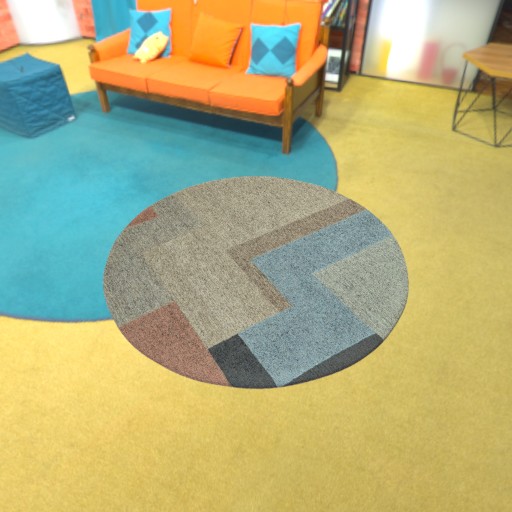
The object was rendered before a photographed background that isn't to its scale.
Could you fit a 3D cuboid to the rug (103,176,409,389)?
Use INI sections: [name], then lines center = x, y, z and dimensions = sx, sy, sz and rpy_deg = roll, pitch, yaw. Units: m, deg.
[rug]
center = 0.000, 0.000, 3.677
dimensions = 2.461, 0.033, 2.461
rpy_deg = 0, 42, 0
